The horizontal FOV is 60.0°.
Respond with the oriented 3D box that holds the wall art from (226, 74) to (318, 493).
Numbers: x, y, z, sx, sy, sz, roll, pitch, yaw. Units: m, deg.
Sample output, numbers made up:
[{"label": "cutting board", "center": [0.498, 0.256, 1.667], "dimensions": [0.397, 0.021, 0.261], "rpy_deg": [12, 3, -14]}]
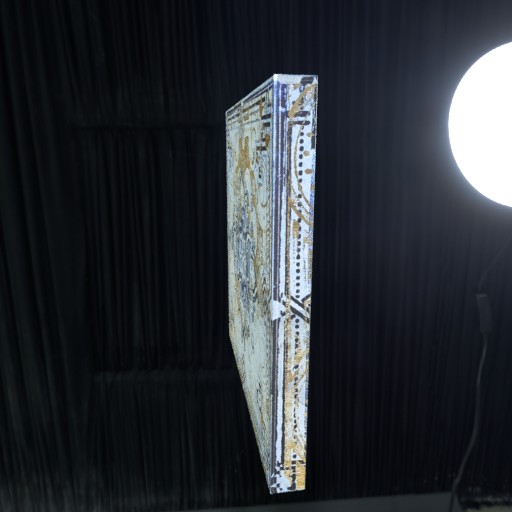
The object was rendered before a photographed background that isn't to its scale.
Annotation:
[{"label": "wall art", "center": [0.000, 0.000, 0.612], "dimensions": [0.038, 0.410, 0.411], "rpy_deg": [-2, 14, -9]}]
